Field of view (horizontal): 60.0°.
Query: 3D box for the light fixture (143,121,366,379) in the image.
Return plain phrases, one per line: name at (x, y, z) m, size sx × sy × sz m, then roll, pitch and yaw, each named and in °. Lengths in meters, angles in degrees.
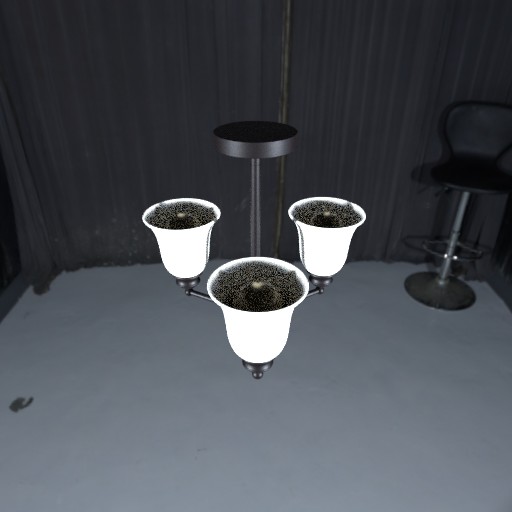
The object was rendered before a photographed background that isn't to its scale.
light fixture at (0.000, 0.000, 0.694) m, size 0.388 × 0.370 × 0.354 m, roll -1°, pitch 30°, yaw -1°
